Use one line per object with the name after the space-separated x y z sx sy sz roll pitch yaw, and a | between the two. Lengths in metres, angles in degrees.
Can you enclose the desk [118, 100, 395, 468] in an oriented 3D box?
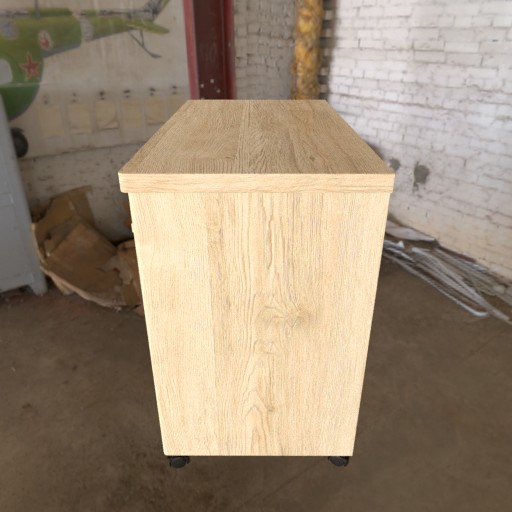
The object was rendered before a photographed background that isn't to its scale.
0.000 0.000 1.327 0.480 0.770 0.885 0 27 0 | desk
